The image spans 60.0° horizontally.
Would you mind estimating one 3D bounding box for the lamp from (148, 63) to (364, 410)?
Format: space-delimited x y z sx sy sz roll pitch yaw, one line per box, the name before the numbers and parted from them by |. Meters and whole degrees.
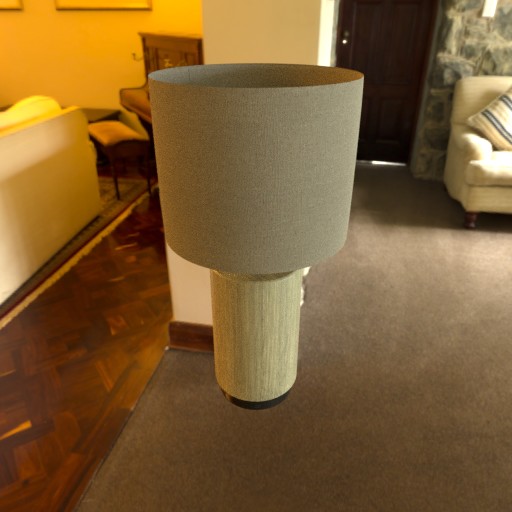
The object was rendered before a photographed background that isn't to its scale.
lamp | 0.000 0.000 0.579 0.228 0.444 0.228 -21 35 -33
